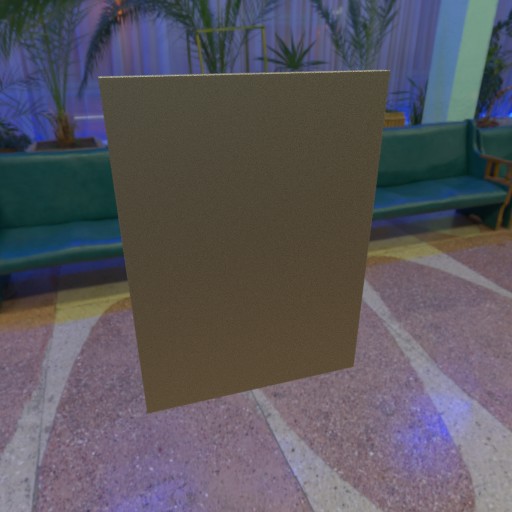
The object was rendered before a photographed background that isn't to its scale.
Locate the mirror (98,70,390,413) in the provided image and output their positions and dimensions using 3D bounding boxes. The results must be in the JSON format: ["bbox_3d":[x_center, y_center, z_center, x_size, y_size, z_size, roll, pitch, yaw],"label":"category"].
[{"bbox_3d":[0.000,0.000,1.339,0.756,1.023,0.032,-8,27,-16],"label":"mirror"}]
